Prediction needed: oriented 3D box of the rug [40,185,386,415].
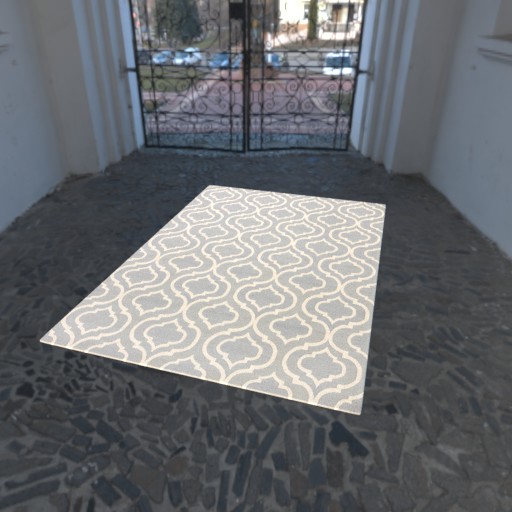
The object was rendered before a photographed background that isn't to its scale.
[{"bbox_3d":[0.000,0.000,2.712,1.451,0.010,2.080,9,31,15],"label":"rug"}]
